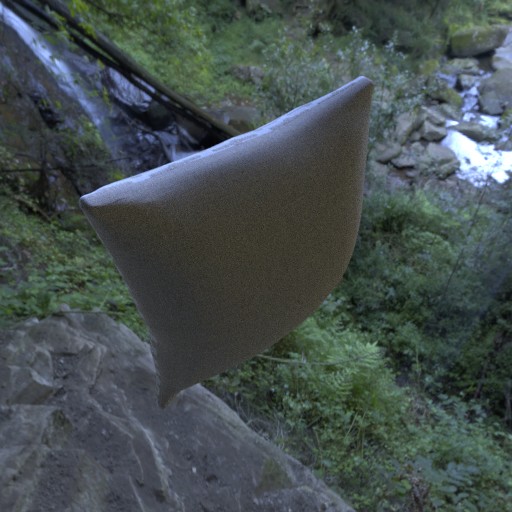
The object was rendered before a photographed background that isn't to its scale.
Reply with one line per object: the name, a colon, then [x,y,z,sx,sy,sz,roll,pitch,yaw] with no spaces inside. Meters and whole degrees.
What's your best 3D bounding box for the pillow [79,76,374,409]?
pillow: [0.000,0.000,0.777,0.496,0.491,0.219,-31,54,-26]
